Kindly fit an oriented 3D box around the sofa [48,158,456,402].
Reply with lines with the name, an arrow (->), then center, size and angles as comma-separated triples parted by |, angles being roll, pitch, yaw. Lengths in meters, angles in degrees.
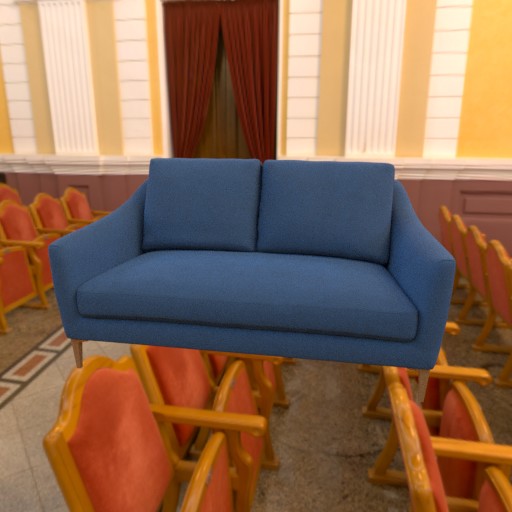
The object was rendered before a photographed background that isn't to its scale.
sofa -> 0.000, 0.000, 2.184 | 1.619, 0.902, 0.960 | 3, 16, 10
